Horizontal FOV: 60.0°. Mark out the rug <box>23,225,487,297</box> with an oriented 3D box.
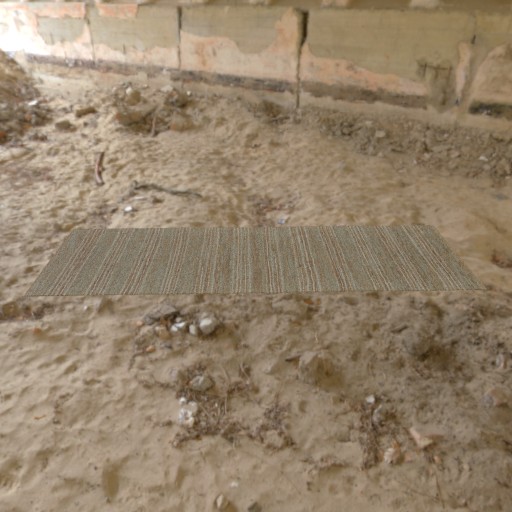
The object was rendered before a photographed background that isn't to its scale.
[{"bbox_3d":[0.000,0.000,2.665,2.438,0.006,0.783,-1,30,-1],"label":"rug"}]
